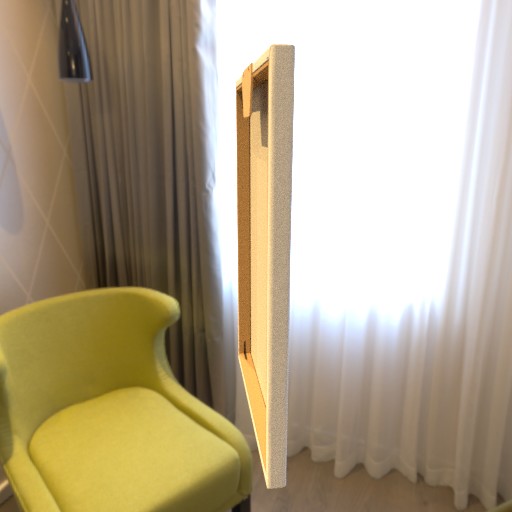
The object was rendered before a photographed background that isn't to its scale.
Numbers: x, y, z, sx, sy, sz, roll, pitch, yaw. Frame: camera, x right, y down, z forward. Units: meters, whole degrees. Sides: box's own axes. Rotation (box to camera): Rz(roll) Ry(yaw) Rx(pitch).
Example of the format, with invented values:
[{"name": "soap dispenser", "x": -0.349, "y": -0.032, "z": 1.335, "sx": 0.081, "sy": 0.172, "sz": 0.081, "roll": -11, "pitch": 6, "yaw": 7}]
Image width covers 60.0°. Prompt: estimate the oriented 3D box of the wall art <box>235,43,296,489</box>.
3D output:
[{"name": "wall art", "x": 0.000, "y": 0.000, "z": 1.143, "sx": 0.048, "sy": 0.902, "sz": 0.602, "roll": -2, "pitch": 16, "yaw": -8}]
